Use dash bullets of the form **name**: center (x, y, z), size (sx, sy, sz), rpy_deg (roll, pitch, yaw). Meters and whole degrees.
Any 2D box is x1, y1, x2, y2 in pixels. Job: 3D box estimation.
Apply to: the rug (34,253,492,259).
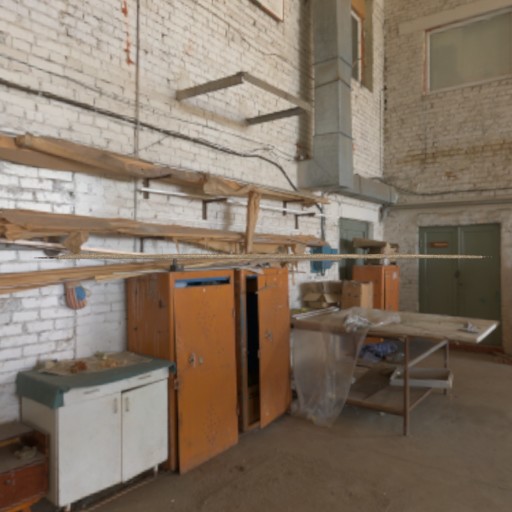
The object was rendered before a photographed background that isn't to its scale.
- **rug**: center (0.000, 0.000, 2.948), size (2.434, 0.027, 1.529), rpy_deg (0, 0, -17)
